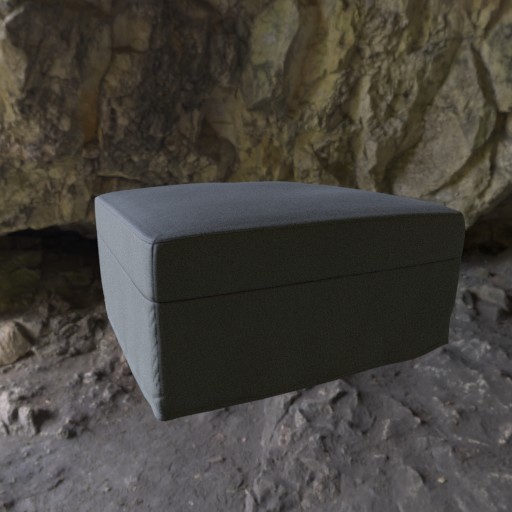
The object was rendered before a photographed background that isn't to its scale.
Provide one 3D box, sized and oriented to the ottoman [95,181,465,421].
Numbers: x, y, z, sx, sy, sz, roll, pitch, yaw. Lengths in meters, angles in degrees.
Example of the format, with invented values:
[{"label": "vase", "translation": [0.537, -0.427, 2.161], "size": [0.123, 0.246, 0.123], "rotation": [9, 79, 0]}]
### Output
[{"label": "ottoman", "translation": [0.000, 0.000, 1.354], "size": [0.842, 0.441, 0.843], "rotation": [-7, 16, -25]}]
